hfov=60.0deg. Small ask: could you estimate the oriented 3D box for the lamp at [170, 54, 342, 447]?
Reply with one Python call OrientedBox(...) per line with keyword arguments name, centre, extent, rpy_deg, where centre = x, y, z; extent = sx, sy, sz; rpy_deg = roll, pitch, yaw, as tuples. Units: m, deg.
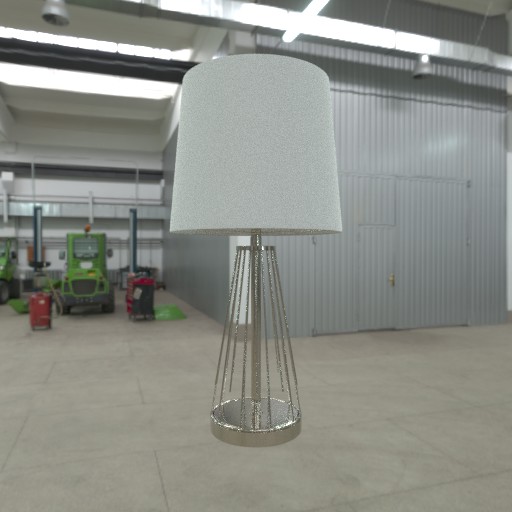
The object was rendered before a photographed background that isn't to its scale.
OrientedBox(name="lamp", centre=(0.000, 0.000, 0.793), extent=(0.303, 0.618, 0.303), rpy_deg=(0, 0, 0))
